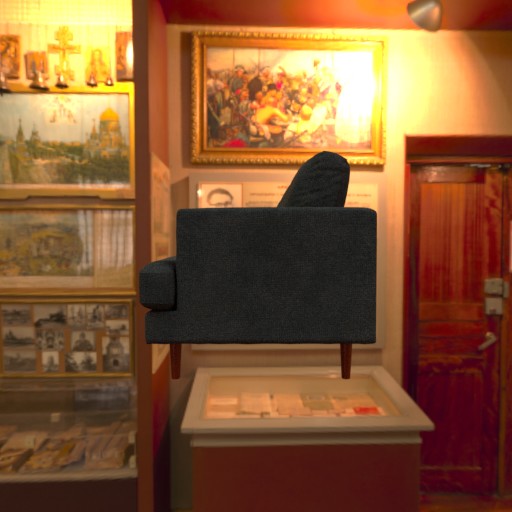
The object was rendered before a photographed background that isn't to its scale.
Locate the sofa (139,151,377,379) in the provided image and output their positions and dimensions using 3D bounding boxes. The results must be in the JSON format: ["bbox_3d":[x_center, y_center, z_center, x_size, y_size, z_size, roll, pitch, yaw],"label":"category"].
[{"bbox_3d":[0.000,0.000,2.751,0.903,0.930,2.246,0,2,0],"label":"sofa"}]
